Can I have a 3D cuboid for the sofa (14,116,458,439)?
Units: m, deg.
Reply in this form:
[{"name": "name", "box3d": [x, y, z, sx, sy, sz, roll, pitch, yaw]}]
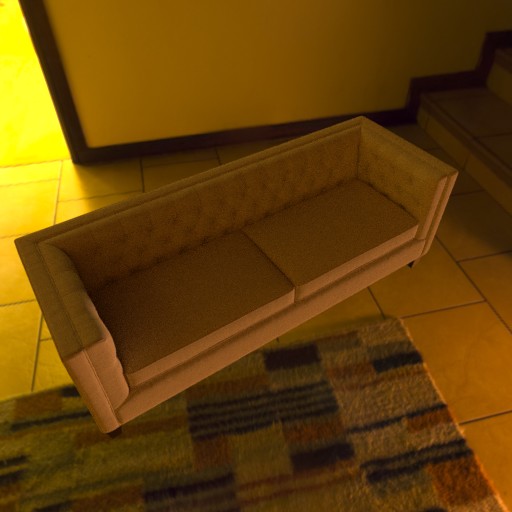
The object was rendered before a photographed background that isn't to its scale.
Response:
[{"name": "sofa", "box3d": [0.000, 0.000, 2.480, 2.159, 0.762, 0.775, -25, 50, -23]}]
